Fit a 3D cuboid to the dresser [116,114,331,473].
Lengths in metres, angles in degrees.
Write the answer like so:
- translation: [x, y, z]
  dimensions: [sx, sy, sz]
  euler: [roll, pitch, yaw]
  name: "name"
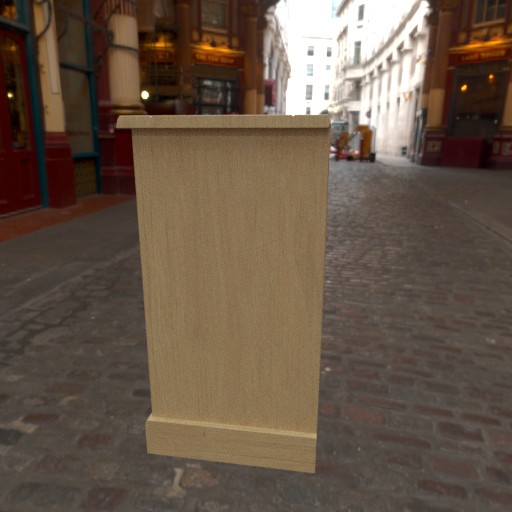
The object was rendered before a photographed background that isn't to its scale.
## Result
- translation: [0.000, 0.000, 1.429]
  dimensions: [0.440, 0.835, 0.915]
  euler: [3, 16, 9]
  name: "dresser"
